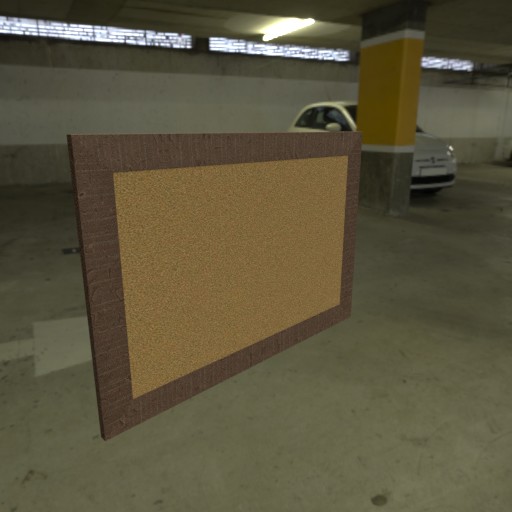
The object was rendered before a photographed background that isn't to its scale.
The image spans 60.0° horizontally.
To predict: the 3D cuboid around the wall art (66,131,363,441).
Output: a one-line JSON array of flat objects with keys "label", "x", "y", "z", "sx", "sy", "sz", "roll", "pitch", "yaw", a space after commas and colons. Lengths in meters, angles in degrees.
[{"label": "wall art", "x": 0.000, "y": 0.000, "z": 1.168, "sx": 0.917, "sy": 0.626, "sz": 0.019, "roll": -15, "pitch": 22, "yaw": -42}]
